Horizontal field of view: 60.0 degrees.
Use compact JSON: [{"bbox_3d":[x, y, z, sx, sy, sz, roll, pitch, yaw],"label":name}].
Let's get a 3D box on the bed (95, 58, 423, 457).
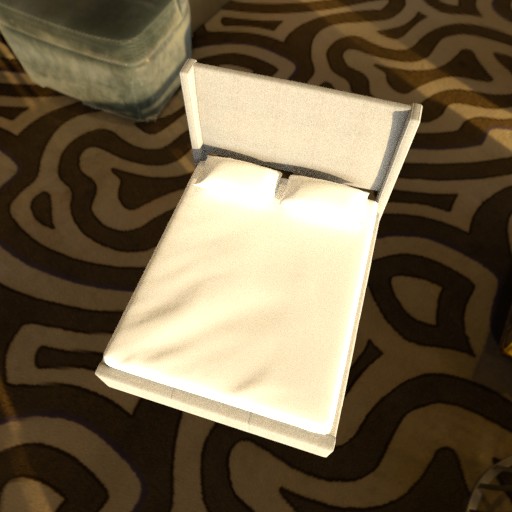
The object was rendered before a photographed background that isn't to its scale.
[{"bbox_3d":[0.000,0.000,3.333,1.774,1.491,2.222,15,60,9],"label":"bed"}]
